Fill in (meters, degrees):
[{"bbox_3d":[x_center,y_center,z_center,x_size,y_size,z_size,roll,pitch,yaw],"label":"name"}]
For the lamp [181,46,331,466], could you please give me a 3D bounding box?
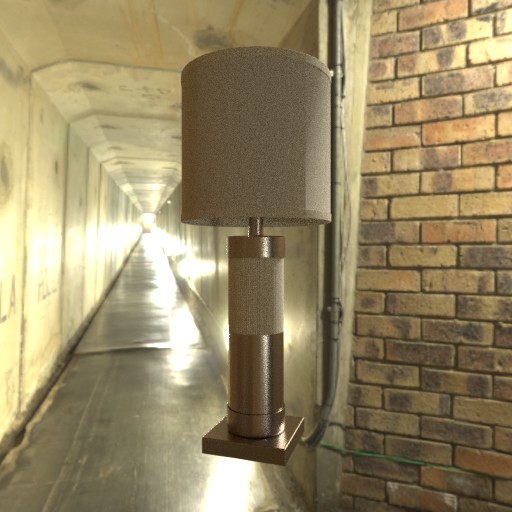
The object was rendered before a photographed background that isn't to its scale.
[{"bbox_3d":[0.000,0.000,0.606,0.202,0.509,0.202,0,0,18],"label":"lamp"}]
